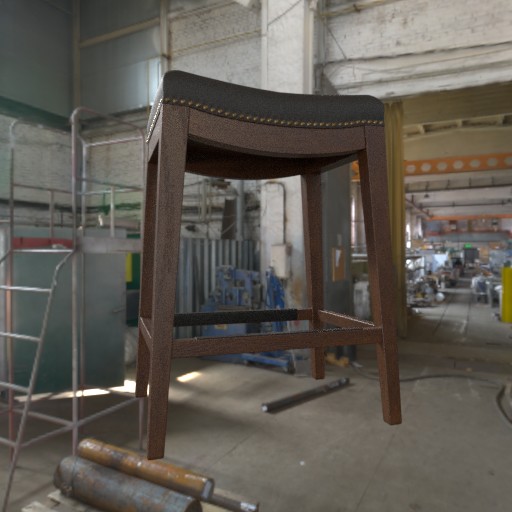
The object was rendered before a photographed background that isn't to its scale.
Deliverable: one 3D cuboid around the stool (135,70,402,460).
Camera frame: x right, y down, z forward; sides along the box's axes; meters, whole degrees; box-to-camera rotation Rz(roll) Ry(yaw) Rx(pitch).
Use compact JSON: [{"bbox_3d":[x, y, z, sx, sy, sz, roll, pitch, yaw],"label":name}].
[{"bbox_3d":[0.000,0.000,0.963,0.490,0.664,0.353,0,0,-18],"label":"stool"}]
